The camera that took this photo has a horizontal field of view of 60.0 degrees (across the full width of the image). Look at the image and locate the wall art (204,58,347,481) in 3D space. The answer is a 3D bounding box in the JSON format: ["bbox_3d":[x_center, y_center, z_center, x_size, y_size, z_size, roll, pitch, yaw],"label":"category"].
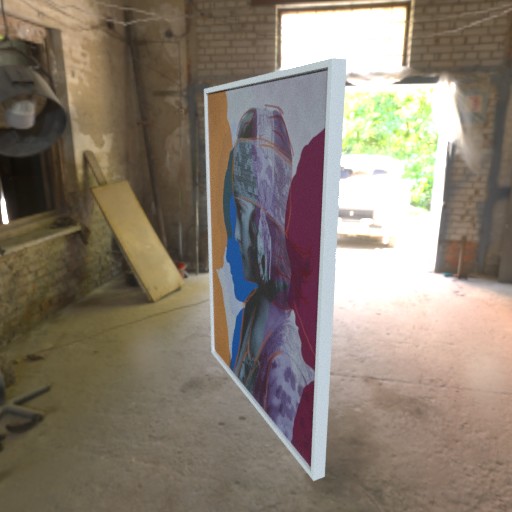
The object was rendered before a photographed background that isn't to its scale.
[{"bbox_3d":[0.000,0.000,1.401,0.039,1.050,0.795,-7,17,-25],"label":"wall art"}]
